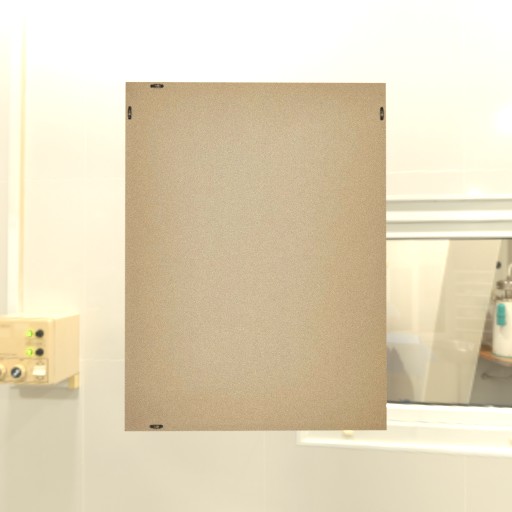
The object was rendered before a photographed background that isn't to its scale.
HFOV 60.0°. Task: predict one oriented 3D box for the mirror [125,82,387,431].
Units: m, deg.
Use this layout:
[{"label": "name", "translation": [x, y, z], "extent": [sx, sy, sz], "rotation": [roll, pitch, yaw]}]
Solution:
[{"label": "mirror", "translation": [0.000, 0.000, 1.308], "extent": [0.762, 1.016, 0.041], "rotation": [0, 0, -1]}]
